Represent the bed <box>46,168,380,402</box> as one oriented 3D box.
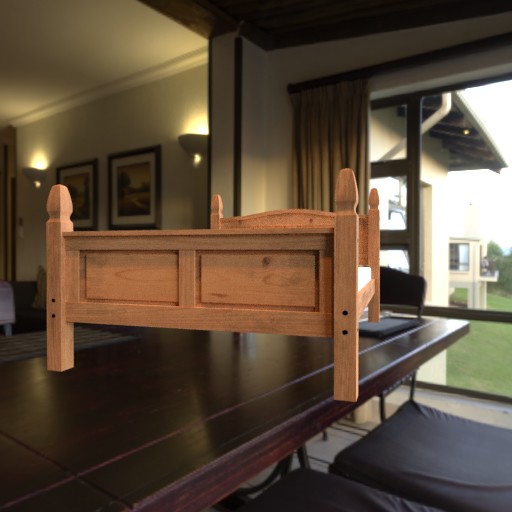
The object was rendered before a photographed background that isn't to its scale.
[{"bbox_3d":[0.000,0.000,2.920,1.490,1.100,2.069,0,1,18],"label":"bed"}]
